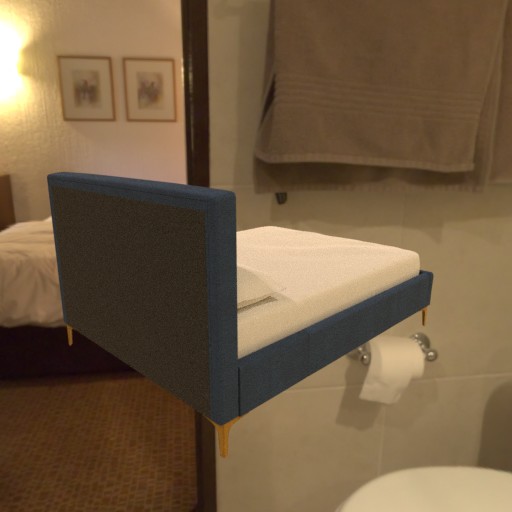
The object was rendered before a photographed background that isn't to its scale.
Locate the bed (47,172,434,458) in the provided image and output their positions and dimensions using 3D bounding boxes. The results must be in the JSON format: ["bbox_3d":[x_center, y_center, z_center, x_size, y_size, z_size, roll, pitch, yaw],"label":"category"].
[{"bbox_3d":[0.000,0.000,3.201,1.723,1.231,2.172,14,20,43],"label":"bed"}]
